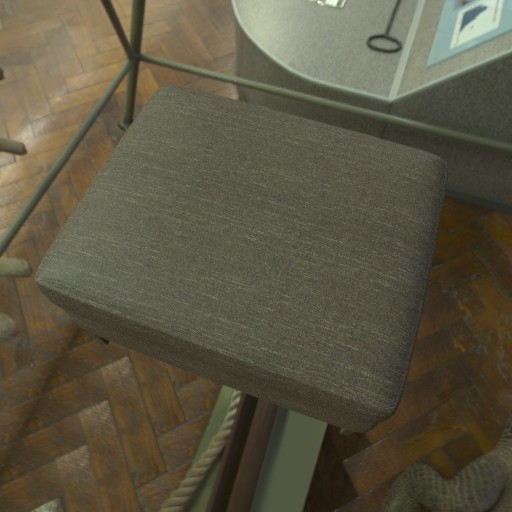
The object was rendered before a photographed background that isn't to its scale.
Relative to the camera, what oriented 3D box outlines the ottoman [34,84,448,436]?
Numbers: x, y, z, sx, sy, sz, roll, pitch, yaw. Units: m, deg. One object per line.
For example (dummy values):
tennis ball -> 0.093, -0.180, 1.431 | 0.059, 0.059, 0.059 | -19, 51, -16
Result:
ottoman -> 0.000, 0.000, 1.187 | 0.820, 0.490, 0.671 | 18, 64, 9
